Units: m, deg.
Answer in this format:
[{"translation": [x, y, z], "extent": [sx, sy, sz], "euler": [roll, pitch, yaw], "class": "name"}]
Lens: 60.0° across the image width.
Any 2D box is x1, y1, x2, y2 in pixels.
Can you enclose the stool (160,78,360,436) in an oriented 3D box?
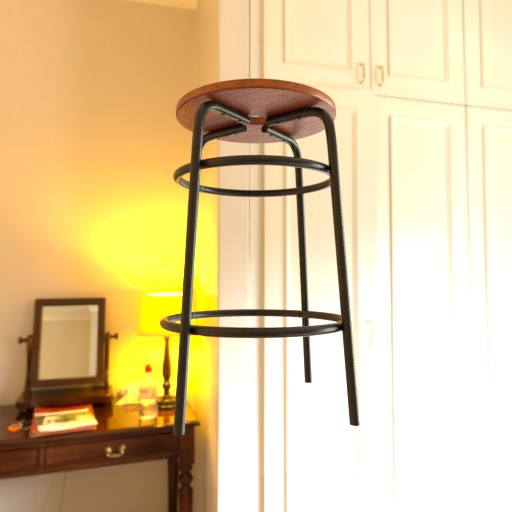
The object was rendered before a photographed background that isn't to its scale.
[{"translation": [0.000, 0.000, 0.929], "extent": [0.455, 0.610, 0.455], "euler": [-2, -3, 36], "class": "stool"}]
